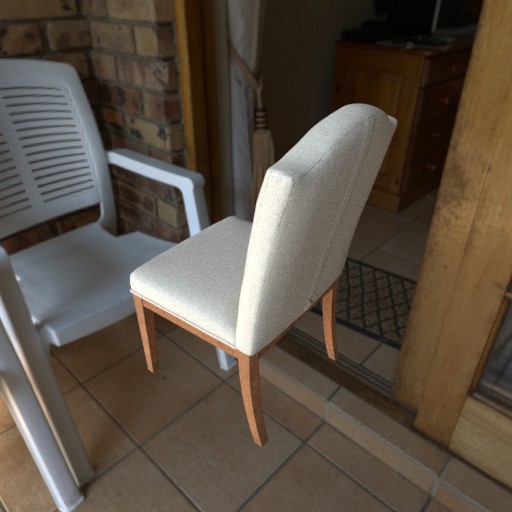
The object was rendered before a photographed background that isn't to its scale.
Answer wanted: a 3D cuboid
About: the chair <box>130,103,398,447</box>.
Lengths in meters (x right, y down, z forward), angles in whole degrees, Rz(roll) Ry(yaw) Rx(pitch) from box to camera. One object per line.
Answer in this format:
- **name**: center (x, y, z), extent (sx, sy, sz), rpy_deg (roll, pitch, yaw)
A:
- **chair**: center (0.000, 0.000, 1.409), extent (0.648, 1.012, 0.534), rpy_deg (22, 39, 31)
